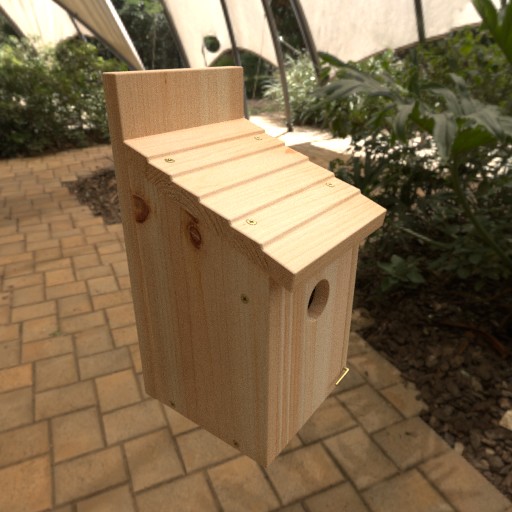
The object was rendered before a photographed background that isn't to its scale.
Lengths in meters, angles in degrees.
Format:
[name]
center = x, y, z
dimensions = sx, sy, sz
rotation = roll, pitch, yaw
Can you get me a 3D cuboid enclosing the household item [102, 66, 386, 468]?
[household item]
center = 0.000, 0.000, 0.391
dimensions = 0.171, 0.300, 0.149
rotation = 18, 30, 33
